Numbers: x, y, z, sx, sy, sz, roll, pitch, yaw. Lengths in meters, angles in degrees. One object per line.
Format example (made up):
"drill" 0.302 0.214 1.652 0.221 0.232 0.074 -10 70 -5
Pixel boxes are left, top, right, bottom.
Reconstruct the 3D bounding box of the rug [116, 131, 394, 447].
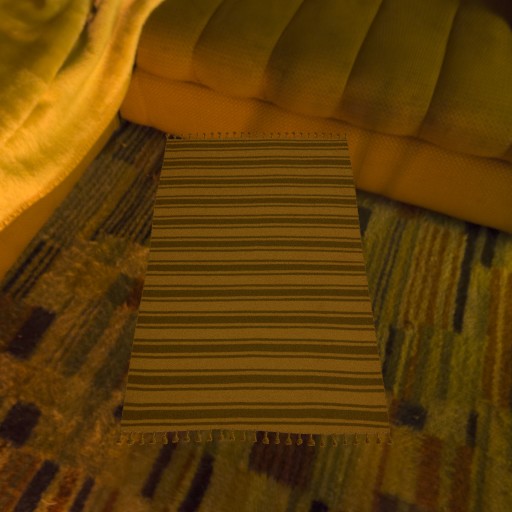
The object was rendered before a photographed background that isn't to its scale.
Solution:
"rug" 0.000 0.000 2.346 1.162 0.013 1.875 0 58 0
